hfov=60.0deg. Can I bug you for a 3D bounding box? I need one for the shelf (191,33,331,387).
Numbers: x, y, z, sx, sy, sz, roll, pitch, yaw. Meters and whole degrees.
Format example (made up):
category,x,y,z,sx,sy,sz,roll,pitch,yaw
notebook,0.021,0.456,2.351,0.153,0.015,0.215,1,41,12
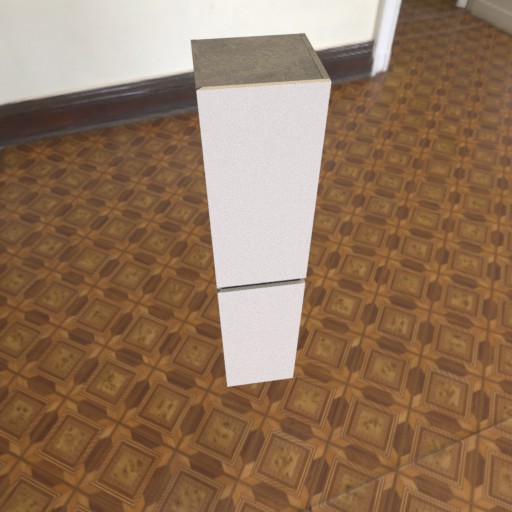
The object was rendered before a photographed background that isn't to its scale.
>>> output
category,x,y,z,sx,sy,sz,roll,pitch,yaw
shelf,0.000,0.000,1.579,0.300,1.400,0.270,-6,48,-6
